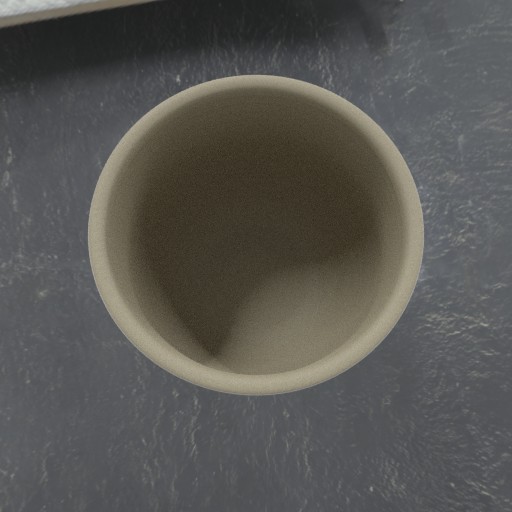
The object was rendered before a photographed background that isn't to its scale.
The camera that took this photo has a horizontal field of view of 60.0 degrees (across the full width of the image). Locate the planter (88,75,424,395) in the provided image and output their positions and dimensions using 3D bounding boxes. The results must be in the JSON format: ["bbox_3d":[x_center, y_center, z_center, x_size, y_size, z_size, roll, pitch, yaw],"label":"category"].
[{"bbox_3d":[0.000,0.000,0.216,0.124,0.109,0.124,0,76,0],"label":"planter"}]
